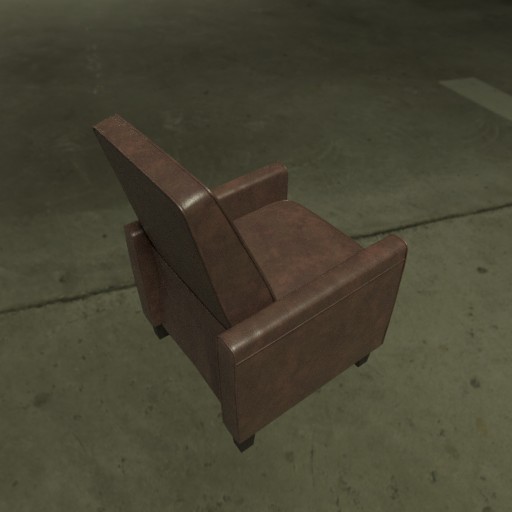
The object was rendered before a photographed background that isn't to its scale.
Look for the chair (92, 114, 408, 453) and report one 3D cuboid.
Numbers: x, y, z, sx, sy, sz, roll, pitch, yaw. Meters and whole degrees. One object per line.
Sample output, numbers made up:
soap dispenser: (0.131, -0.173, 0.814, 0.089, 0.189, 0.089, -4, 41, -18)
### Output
chair: (0.000, 0.000, 1.523, 0.746, 1.013, 0.705, -25, 46, -27)
